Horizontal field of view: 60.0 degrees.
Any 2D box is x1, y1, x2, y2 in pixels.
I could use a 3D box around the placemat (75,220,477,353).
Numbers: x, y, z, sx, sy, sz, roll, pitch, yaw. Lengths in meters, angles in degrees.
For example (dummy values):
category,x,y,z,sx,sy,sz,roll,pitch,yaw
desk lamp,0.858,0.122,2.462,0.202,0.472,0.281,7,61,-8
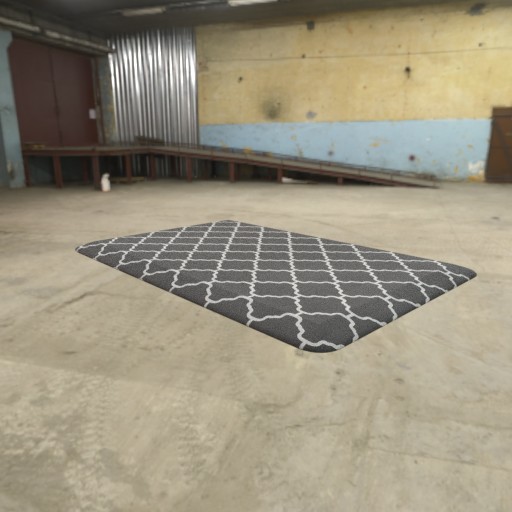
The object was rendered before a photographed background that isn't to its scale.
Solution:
category,x,y,z,sx,sy,sz,roll,pitch,yaw
placemat,0.000,0.000,0.965,0.508,0.021,0.762,-14,20,-42
